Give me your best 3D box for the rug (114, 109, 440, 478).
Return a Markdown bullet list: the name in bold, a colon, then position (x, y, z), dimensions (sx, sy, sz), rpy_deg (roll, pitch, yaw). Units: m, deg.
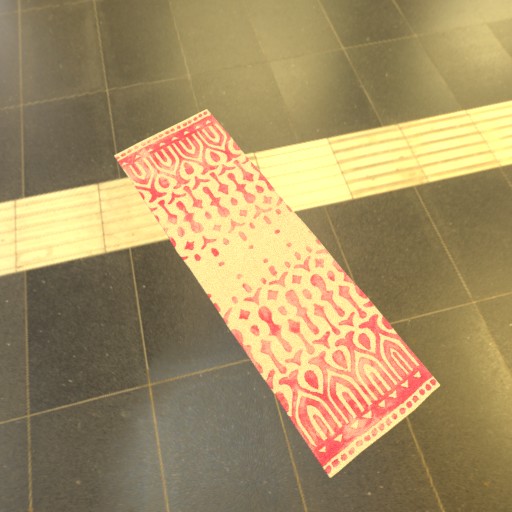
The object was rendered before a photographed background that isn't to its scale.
- **rug**: position (0.000, 0.000, 2.754), dimensions (0.787, 0.011, 2.458), rpy_deg (-31, 67, -15)
